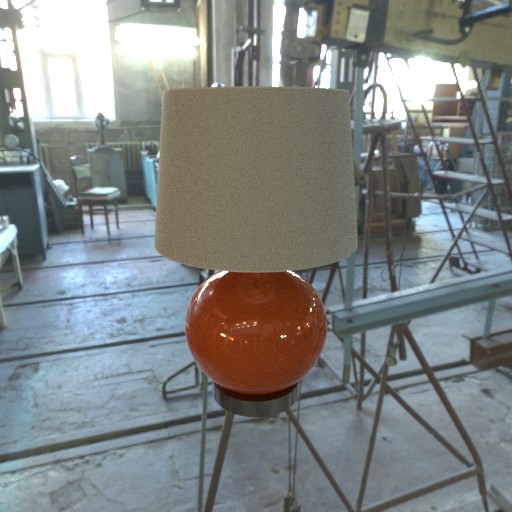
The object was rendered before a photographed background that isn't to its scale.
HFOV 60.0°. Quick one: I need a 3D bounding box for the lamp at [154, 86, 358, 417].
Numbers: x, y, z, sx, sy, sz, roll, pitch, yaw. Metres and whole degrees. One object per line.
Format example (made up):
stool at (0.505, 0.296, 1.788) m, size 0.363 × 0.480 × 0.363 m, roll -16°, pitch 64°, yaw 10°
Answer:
lamp at (0.000, 0.000, 0.555) m, size 0.247 × 0.387 × 0.247 m, roll 0°, pitch 17°, yaw 0°
